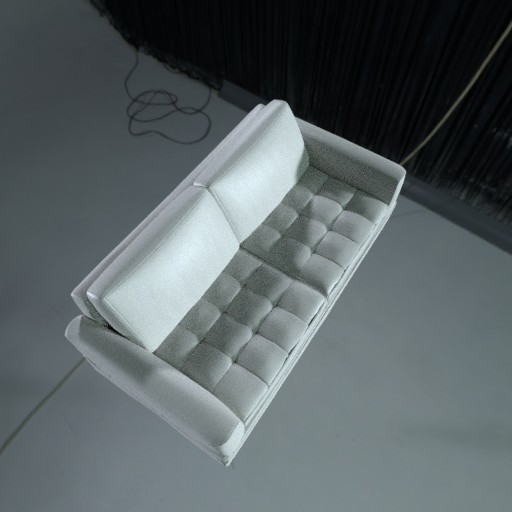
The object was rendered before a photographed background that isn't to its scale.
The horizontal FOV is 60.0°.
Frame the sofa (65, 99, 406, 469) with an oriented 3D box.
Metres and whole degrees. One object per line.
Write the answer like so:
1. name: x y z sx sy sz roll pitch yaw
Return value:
1. sofa: 0.000 0.000 2.805 1.121 0.930 2.177 30 64 17
